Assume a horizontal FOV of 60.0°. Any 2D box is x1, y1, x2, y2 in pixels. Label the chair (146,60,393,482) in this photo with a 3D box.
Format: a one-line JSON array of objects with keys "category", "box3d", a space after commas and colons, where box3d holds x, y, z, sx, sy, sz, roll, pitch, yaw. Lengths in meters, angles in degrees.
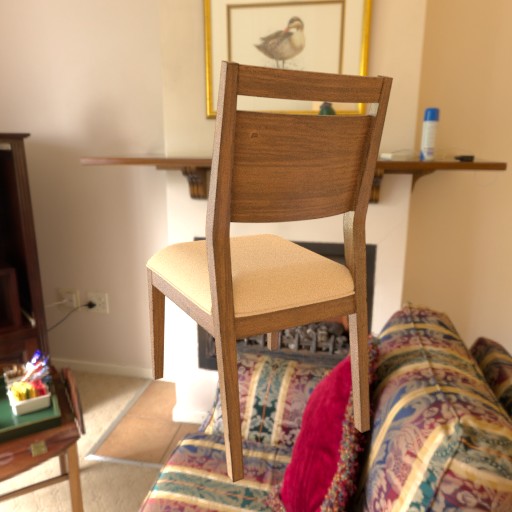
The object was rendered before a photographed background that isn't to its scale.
[{"category": "chair", "box3d": [0.000, 0.000, 1.282, 0.497, 0.939, 0.610, -7, 16, -27]}]
